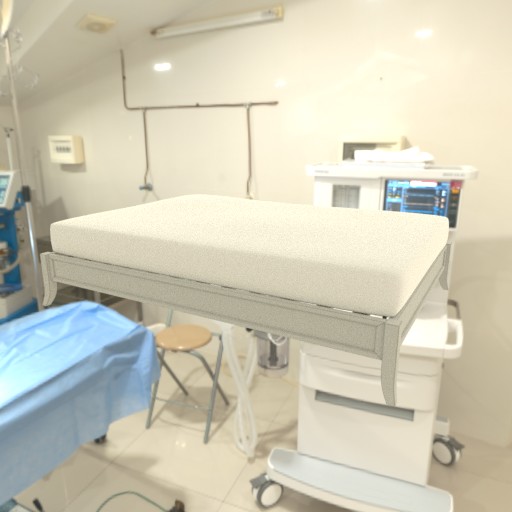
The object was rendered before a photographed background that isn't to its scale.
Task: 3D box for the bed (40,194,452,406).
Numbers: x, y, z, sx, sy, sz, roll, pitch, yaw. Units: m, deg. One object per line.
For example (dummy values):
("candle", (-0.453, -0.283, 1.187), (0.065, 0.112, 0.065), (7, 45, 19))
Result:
("bed", (0.000, 0.000, 2.608), (1.985, 0.510, 1.460), (9, 17, 29))
